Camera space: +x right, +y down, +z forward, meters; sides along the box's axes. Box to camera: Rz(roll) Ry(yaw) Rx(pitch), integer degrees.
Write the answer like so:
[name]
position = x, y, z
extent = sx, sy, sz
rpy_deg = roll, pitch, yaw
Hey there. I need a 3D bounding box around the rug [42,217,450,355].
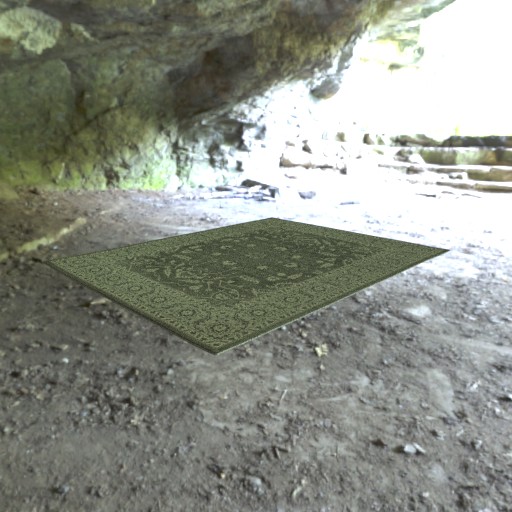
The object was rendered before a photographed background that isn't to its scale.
[rug]
position = 0.000, 0.000, 4.216
extent = 3.069, 0.026, 2.451
rpy_deg = -15, 22, -43
